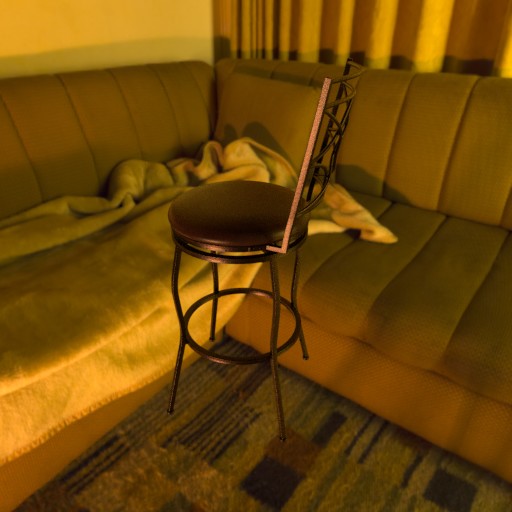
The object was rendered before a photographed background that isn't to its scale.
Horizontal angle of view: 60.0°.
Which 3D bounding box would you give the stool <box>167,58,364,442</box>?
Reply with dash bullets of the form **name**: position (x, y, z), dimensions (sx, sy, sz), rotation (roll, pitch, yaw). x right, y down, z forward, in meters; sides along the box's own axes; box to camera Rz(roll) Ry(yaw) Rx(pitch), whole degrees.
- **stool**: position (0.000, 0.000, 1.394), dimensions (0.534, 1.117, 0.434), rotation (8, 30, 14)
